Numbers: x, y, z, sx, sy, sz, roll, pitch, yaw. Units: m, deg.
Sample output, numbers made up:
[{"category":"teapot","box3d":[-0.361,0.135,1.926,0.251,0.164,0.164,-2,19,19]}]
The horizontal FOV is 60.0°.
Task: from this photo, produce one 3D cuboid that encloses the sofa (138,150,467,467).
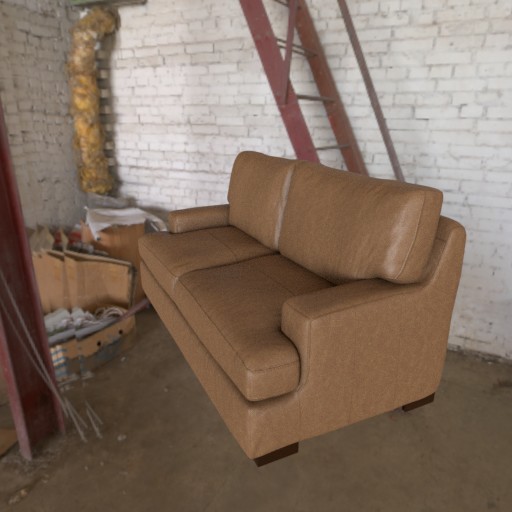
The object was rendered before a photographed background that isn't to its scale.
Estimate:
[{"category":"sofa","box3d":[0.000,0.000,2.409,0.962,0.980,1.855,-9,21,-24]}]
